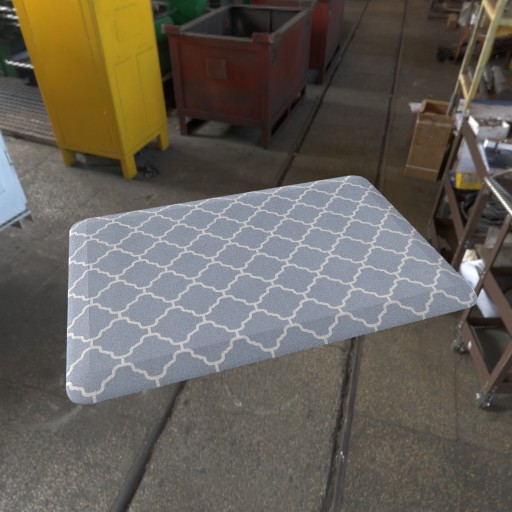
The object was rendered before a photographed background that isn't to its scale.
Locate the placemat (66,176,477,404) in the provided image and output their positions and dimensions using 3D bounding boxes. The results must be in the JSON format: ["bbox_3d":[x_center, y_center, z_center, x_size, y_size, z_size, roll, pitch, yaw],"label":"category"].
[{"bbox_3d":[0.000,0.000,0.940,0.762,0.021,0.508,-11,42,-13],"label":"placemat"}]
